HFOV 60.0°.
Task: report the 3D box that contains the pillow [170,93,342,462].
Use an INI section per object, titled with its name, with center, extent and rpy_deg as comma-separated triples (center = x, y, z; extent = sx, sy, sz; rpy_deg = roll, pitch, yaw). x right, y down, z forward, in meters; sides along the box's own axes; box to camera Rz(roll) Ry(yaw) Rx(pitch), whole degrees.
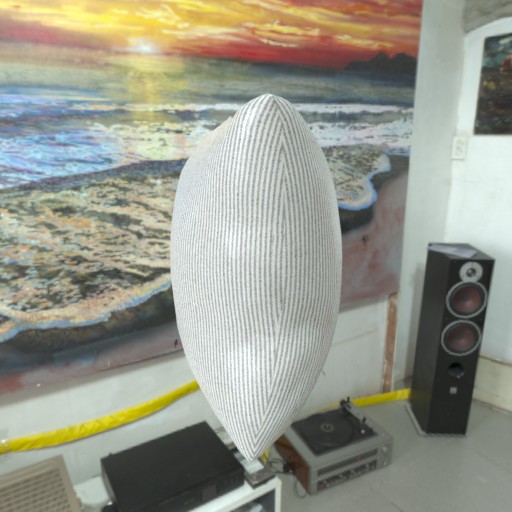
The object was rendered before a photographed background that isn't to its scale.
[pillow]
center = 0.000, 0.000, 0.678
extent = 0.310, 0.432, 0.387
rpy_deg = 7, 17, 26
